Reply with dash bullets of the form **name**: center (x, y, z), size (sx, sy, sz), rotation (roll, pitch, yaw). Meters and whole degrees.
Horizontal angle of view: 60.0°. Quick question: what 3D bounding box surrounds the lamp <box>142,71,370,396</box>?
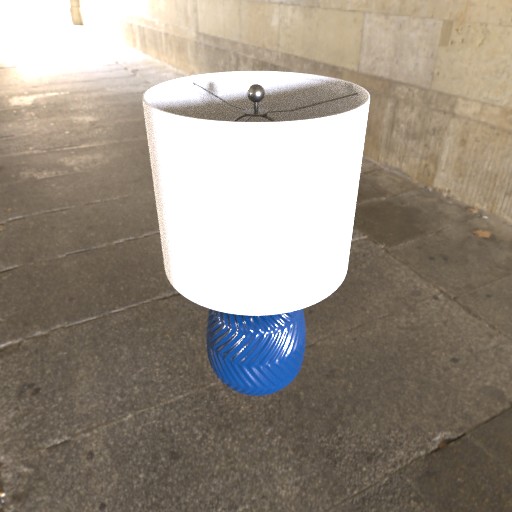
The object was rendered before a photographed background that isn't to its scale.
- **lamp**: center (0.000, 0.000, 0.500), size (0.203, 0.368, 0.203), rotation (10, 34, 15)
